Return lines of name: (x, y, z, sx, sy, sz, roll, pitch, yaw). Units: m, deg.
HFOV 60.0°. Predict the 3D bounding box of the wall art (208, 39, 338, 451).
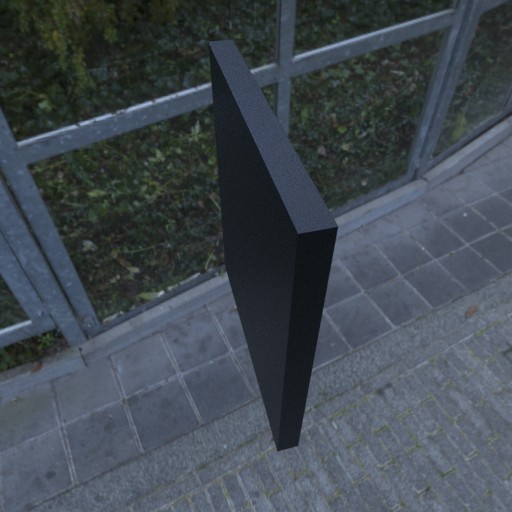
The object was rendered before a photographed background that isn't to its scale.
wall art: (0.000, 0.000, 0.534, 0.028, 0.380, 0.325, -11, 47, -10)
